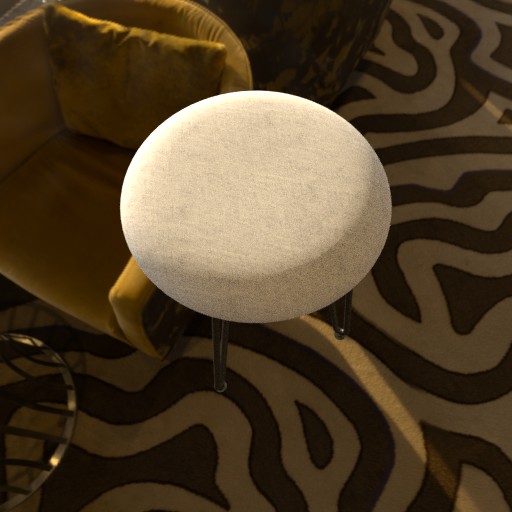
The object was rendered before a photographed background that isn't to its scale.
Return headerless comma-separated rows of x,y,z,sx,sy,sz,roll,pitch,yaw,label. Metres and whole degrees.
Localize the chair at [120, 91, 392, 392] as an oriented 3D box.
0.000,0.000,0.653,0.350,0.386,0.350,20,65,10,chair
